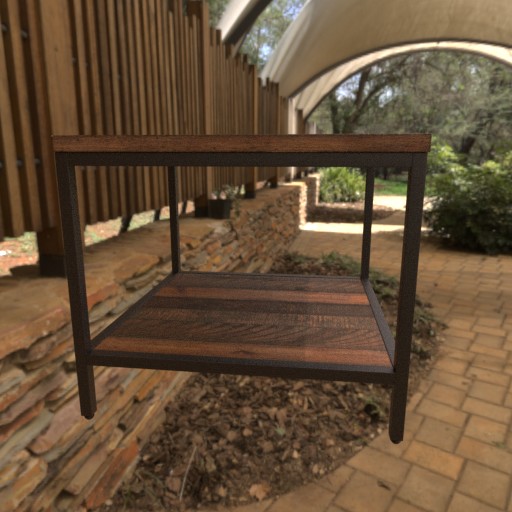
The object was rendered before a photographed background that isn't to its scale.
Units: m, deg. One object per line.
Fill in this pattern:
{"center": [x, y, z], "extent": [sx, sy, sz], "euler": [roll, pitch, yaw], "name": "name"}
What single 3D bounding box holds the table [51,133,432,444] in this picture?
{"center": [0.000, 0.000, 0.949], "extent": [0.548, 0.482, 0.553], "euler": [2, 13, 7], "name": "table"}
